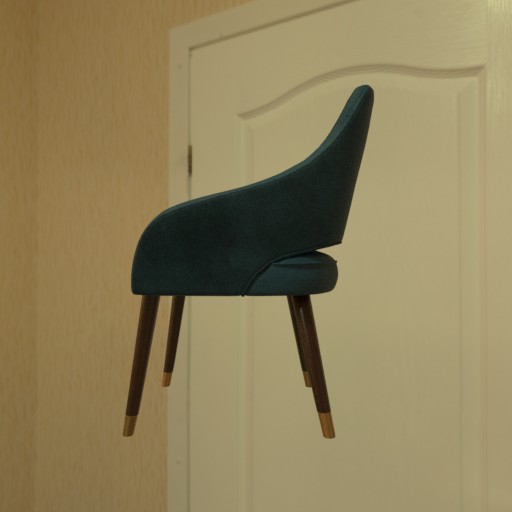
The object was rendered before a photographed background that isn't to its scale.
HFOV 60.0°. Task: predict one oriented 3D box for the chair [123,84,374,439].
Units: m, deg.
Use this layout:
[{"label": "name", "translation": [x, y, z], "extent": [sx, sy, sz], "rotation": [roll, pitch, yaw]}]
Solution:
[{"label": "chair", "translation": [0.000, 0.000, 1.595], "extent": [0.794, 1.081, 0.683], "rotation": [0, -1, 1]}]
